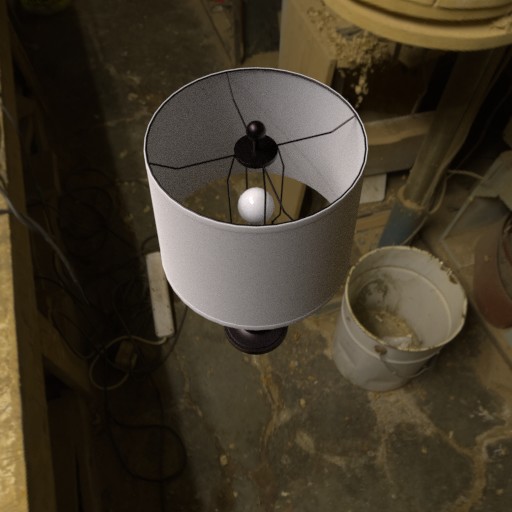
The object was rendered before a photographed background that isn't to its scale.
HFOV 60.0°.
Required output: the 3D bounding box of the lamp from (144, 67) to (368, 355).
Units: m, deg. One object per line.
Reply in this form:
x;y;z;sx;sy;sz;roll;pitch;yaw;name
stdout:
0.000;0.000;0.947;0.383;0.726;0.383;0;58;0;lamp
